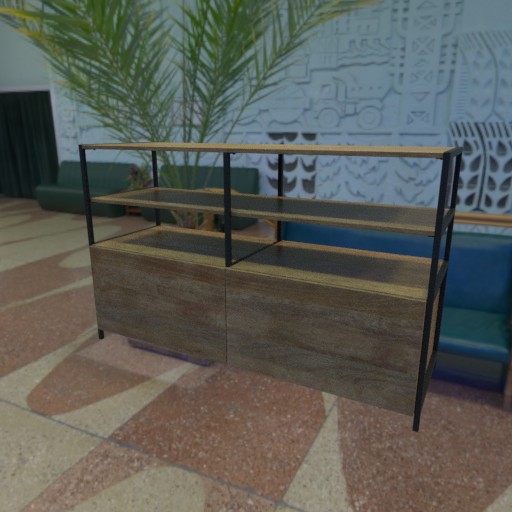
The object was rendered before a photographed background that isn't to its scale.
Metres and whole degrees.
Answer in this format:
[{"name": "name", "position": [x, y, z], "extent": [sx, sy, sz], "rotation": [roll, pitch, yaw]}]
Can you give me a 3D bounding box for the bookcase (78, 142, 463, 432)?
[{"name": "bookcase", "position": [0.000, 0.000, 1.471], "extent": [1.149, 0.712, 0.391], "rotation": [8, 18, 27]}]
